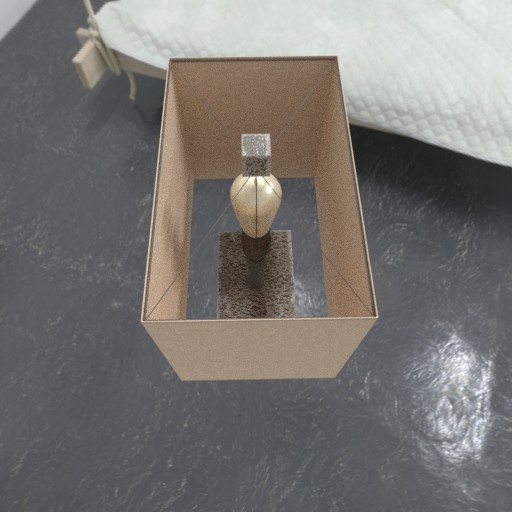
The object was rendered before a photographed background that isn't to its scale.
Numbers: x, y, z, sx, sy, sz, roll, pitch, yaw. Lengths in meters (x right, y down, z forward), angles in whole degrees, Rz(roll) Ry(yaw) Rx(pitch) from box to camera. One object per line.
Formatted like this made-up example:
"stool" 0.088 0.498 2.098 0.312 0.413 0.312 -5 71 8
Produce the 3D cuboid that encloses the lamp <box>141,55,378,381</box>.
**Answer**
"lamp" 0.000 0.000 0.560 0.180 0.411 0.294 -1 63 -1
